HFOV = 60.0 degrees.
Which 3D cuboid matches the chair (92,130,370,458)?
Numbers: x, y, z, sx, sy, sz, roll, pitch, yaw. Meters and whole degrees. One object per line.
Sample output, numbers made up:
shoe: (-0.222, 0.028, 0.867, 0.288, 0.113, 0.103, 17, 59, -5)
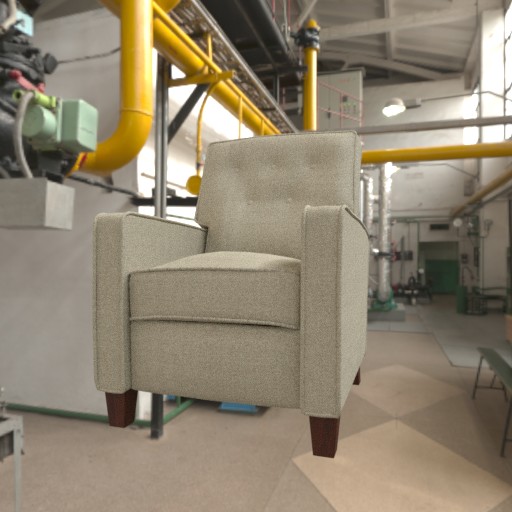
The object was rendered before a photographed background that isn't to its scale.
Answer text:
chair: (0.000, 0.000, 1.384, 0.648, 0.888, 0.754, 0, 0, 19)
